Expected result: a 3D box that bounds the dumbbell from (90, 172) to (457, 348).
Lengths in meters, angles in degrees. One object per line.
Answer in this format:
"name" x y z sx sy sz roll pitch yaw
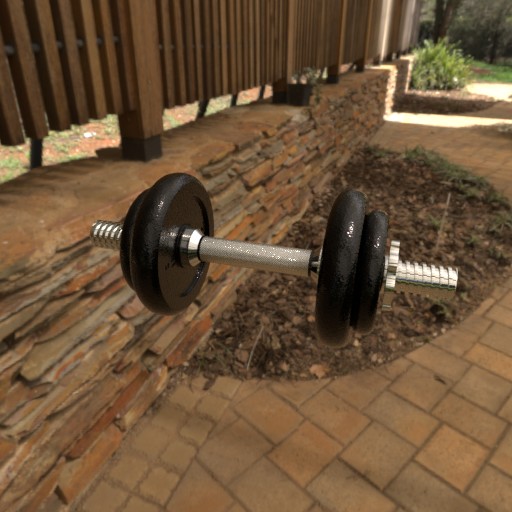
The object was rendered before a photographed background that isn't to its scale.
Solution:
"dumbbell" 0.000 0.000 0.595 0.497 0.202 0.202 8 28 15
